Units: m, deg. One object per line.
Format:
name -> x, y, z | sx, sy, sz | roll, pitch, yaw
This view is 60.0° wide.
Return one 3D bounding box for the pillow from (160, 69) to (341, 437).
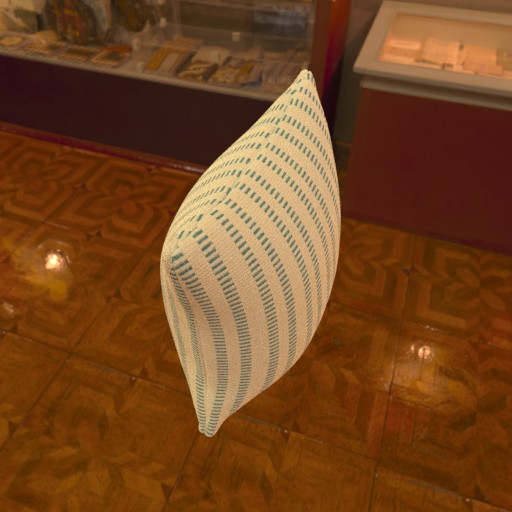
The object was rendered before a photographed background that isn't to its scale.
pillow -> 0.000, 0.000, 0.696 | 0.247, 0.419, 0.438 | 16, 49, 15
